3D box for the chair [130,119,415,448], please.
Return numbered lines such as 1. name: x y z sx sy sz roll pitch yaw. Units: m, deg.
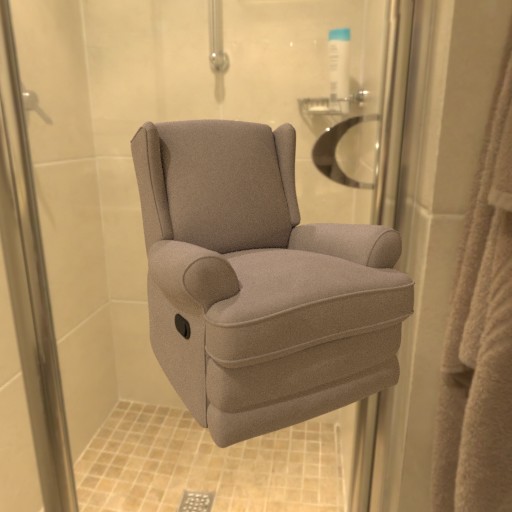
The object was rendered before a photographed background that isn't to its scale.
1. chair: 0.000 0.000 1.691 0.847 1.011 0.969 -9 18 -28
